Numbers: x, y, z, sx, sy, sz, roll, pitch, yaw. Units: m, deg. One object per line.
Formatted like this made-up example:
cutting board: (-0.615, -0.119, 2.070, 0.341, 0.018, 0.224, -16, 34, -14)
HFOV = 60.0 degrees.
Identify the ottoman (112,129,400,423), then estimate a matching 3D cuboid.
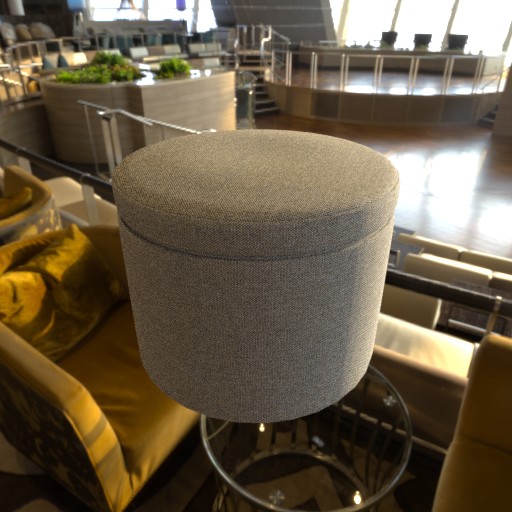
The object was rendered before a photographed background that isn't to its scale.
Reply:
ottoman: (0.000, 0.000, 0.882, 0.500, 0.419, 0.500, 0, 29, 0)
